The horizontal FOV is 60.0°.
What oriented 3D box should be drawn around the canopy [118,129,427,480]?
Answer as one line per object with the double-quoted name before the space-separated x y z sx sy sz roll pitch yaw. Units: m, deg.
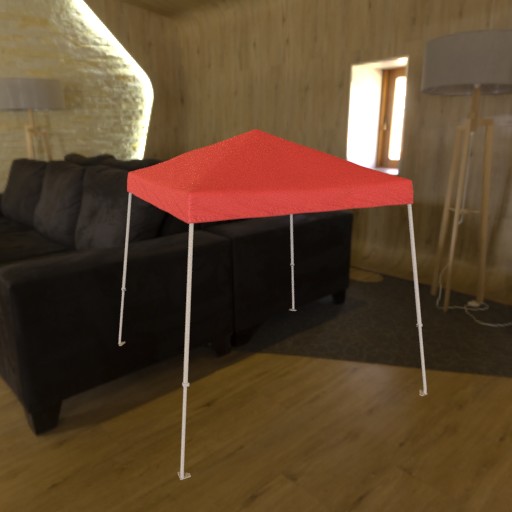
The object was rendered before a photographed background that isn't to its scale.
"canopy" 0.000 0.000 6.547 3.599 3.600 3.600 -7 17 -26
